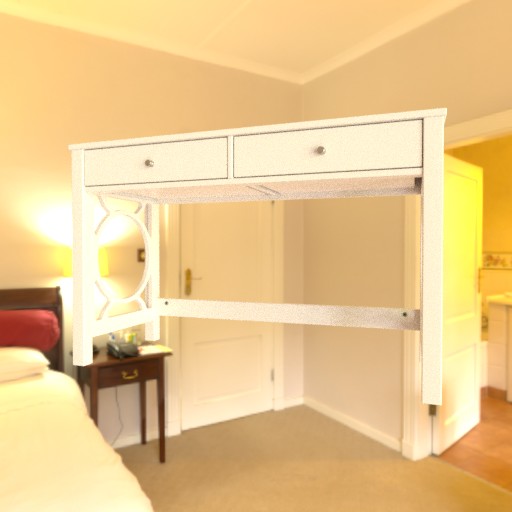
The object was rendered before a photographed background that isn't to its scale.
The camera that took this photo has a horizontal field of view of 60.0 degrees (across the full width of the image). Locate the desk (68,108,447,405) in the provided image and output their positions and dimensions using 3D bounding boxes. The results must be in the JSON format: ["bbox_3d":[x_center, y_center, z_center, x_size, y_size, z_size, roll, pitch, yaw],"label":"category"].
[{"bbox_3d":[0.000,0.000,1.549,1.191,0.762,0.504,0,1,20],"label":"desk"}]
